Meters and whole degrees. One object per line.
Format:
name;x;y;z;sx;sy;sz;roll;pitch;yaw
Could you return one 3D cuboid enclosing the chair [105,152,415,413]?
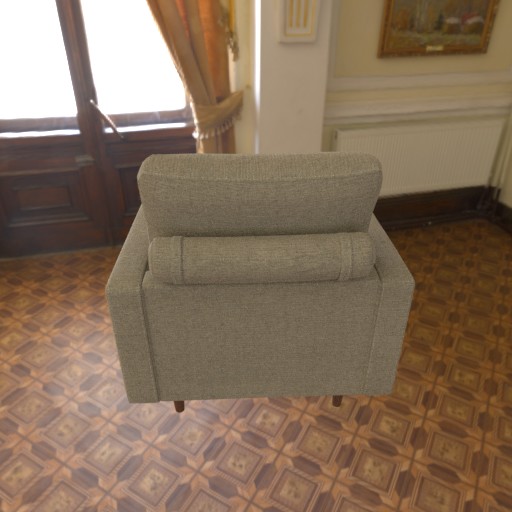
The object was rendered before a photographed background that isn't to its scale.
chair;0.000;0.000;1.536;0.821;0.880;0.843;-1;31;-2
